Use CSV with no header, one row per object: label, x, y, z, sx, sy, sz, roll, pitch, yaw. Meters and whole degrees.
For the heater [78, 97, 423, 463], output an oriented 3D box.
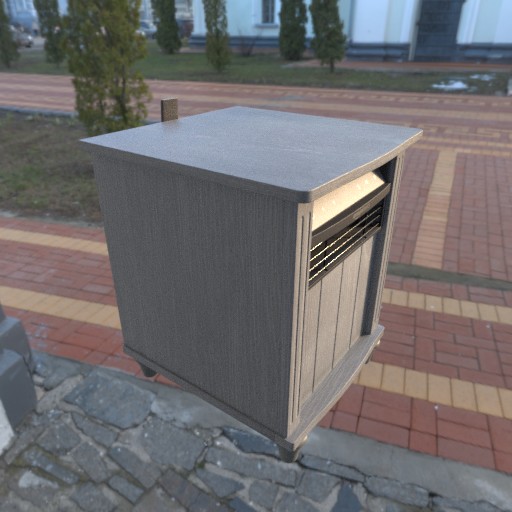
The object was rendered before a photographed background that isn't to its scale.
heater,0.000,0.000,0.755,0.400,0.481,0.362,19,33,31
